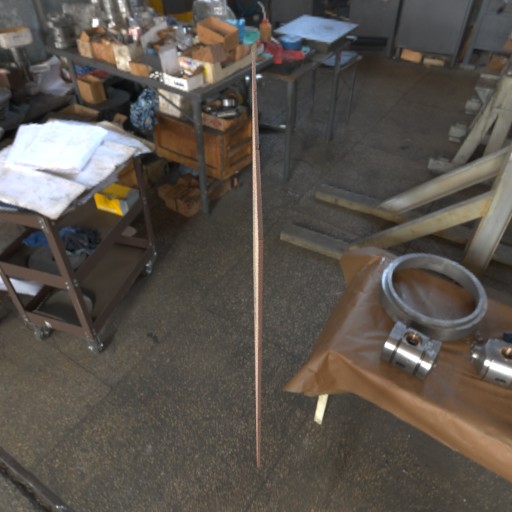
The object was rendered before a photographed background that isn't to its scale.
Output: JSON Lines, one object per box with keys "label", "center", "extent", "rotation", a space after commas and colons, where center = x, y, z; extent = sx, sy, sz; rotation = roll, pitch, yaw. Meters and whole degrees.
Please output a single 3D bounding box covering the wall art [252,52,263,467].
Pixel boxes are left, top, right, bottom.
{"label": "wall art", "center": [0.000, 0.000, 2.302], "extent": [0.014, 1.525, 1.527], "rotation": [-1, 43, -1]}
